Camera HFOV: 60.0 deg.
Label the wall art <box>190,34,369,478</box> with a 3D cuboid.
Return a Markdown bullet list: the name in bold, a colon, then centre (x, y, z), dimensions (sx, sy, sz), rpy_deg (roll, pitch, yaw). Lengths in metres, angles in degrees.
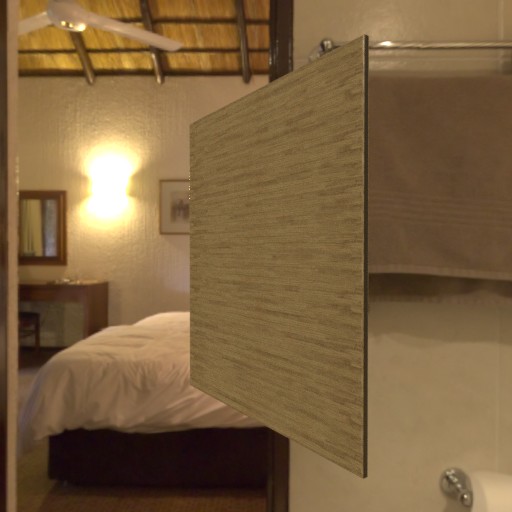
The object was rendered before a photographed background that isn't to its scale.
- **wall art**: centre (0.000, 0.000, 0.755), dimensions (0.009, 0.559, 0.483), rpy_deg (0, 1, -35)
